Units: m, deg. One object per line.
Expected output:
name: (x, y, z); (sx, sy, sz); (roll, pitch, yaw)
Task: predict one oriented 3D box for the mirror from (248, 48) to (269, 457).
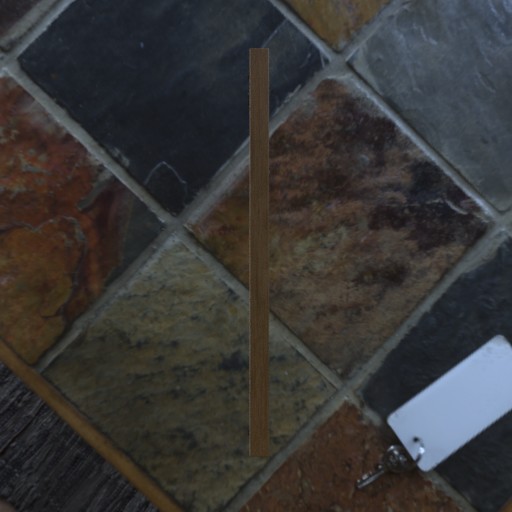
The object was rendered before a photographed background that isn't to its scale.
mirror: (0.000, 0.000, 1.334); (0.040, 1.016, 0.762); (0, 89, 0)
